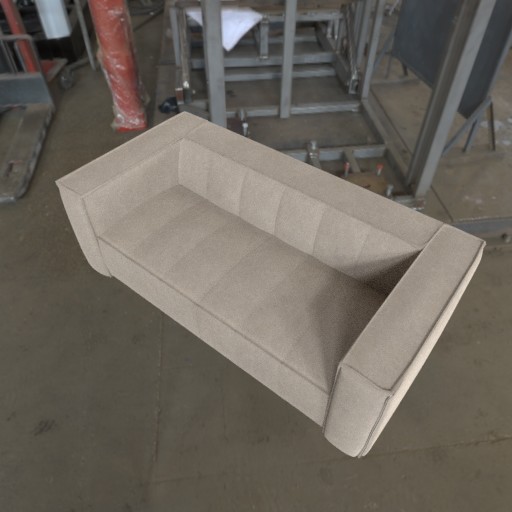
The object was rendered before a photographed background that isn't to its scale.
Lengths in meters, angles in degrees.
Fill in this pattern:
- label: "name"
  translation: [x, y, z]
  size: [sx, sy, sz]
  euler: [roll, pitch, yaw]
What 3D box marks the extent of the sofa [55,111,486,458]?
- label: "sofa"
  translation: [0.000, 0.000, 2.435]
  size: [1.995, 0.680, 1.038]
  euler: [30, 53, 25]
